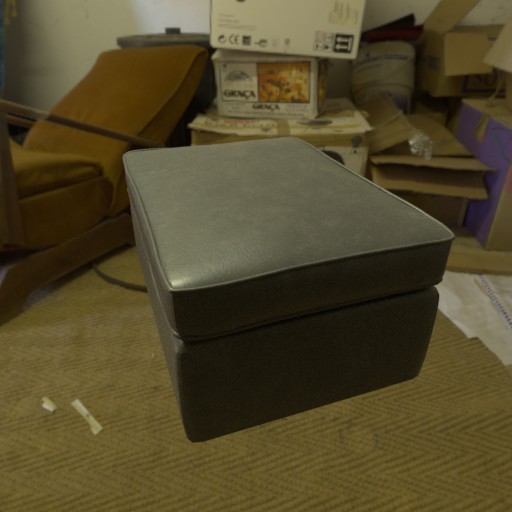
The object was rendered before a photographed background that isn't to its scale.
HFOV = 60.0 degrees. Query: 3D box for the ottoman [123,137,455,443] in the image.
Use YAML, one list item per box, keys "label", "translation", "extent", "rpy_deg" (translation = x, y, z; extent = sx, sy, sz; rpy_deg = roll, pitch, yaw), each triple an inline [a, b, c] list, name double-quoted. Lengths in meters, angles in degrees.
- label: "ottoman"
  translation: [0.000, 0.000, 1.130]
  extent: [0.554, 0.445, 0.756]
  rpy_deg: [-10, 31, -17]
